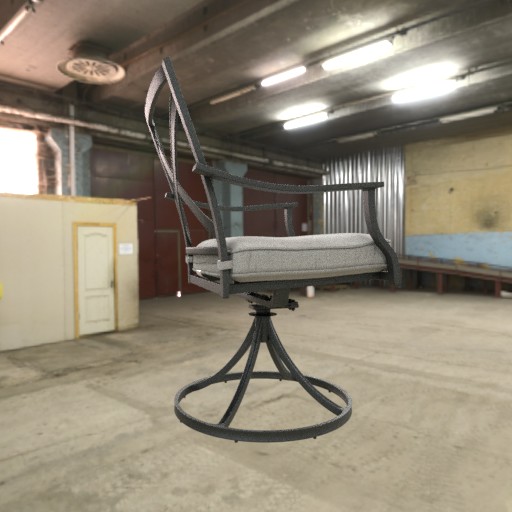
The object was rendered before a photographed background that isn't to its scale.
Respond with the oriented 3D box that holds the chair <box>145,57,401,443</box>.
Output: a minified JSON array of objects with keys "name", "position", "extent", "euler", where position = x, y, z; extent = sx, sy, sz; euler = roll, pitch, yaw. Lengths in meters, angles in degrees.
[{"name":"chair","position":[0.000,0.000,1.301],"extent":[0.620,0.889,0.575],"euler":[0,1,-18]}]
